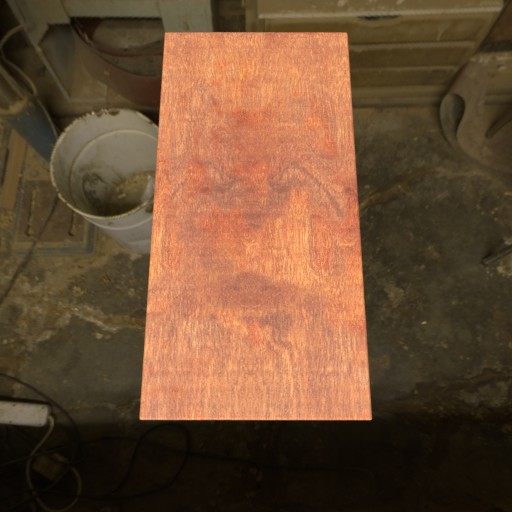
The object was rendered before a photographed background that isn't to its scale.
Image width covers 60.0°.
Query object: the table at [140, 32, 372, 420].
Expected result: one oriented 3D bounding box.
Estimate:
[{"bbox_3d":[0.000,0.000,0.953,0.305,0.610,0.610,0,75,0],"label":"table"}]
